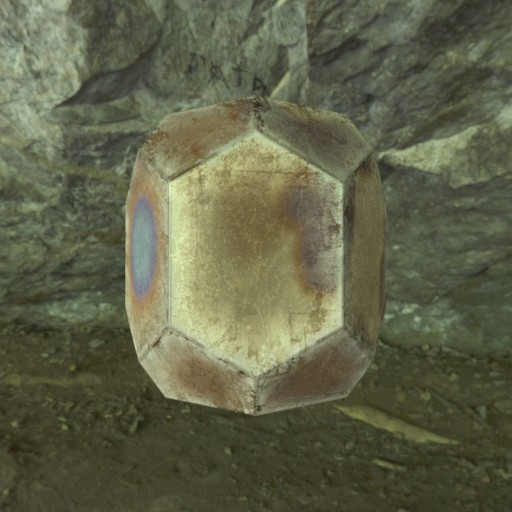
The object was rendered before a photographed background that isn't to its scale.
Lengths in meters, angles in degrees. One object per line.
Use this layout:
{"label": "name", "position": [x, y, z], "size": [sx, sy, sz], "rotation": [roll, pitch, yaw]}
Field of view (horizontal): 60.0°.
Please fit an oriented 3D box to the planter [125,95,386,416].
{"label": "planter", "position": [0.000, 0.000, 0.414], "size": [0.243, 0.238, 0.221], "rotation": [0, -1, 0]}
